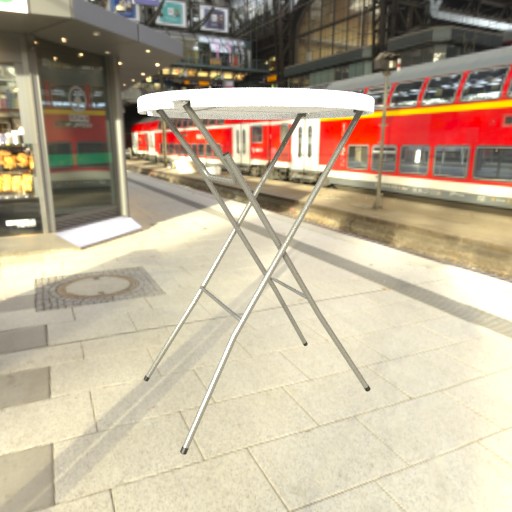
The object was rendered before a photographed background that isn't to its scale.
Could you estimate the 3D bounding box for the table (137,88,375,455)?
[{"bbox_3d":[0.000,0.000,1.666,0.795,1.105,0.792,-7,16,-26],"label":"table"}]
